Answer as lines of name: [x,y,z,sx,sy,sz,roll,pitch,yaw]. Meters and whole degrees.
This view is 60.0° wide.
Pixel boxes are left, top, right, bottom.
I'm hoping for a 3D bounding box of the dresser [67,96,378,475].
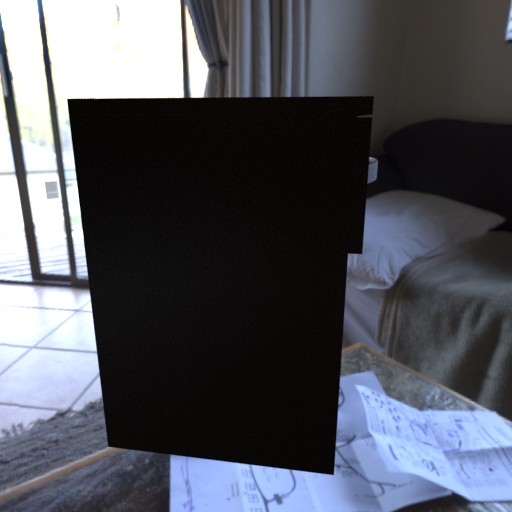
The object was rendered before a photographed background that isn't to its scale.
dresser: [0.000,0.000,0.723,0.360,0.470,0.400,3,17,9]
